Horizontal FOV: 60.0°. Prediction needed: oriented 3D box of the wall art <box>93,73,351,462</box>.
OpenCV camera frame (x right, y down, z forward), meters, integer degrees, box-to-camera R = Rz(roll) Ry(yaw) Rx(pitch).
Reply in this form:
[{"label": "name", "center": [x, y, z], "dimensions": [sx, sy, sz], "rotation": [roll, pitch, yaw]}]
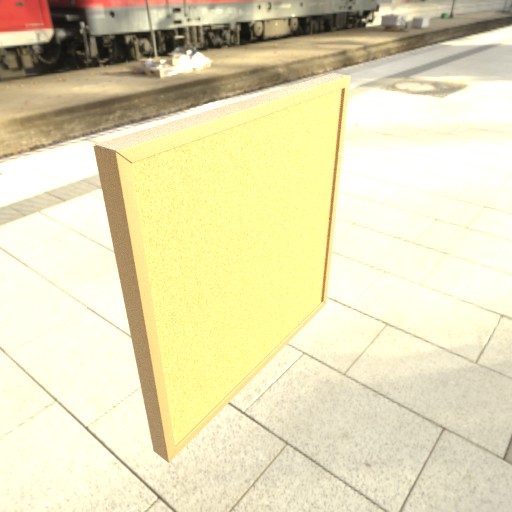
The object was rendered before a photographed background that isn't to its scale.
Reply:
[{"label": "wall art", "center": [0.000, 0.000, 0.751], "dimensions": [0.036, 0.509, 0.509], "rotation": [22, 38, 31]}]
